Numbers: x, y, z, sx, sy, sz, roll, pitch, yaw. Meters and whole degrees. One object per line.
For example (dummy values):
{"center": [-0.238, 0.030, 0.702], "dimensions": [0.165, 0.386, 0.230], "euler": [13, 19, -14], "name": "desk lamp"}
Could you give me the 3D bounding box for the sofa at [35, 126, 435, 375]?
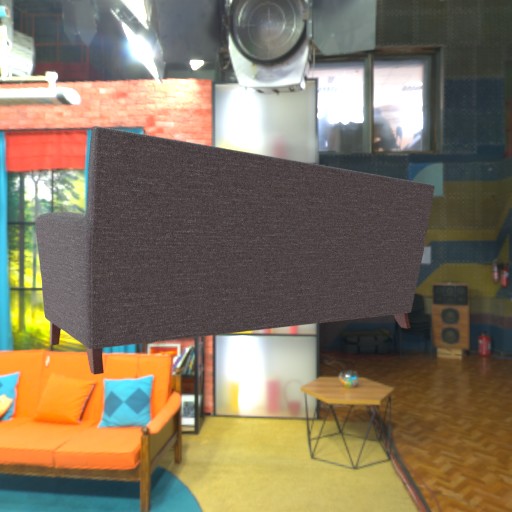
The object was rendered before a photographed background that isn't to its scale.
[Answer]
{"center": [0.000, 0.000, 2.332], "dimensions": [1.976, 0.846, 0.875], "euler": [0, -1, -36], "name": "sofa"}
